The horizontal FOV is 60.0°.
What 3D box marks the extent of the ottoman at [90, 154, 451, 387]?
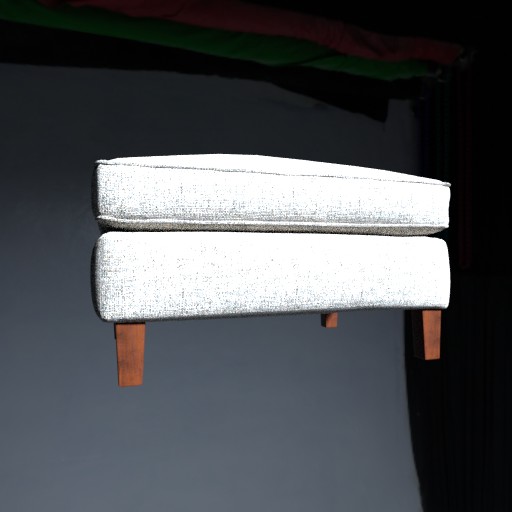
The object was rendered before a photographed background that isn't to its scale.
[{"bbox_3d":[0.000,0.000,0.989,0.686,0.406,0.508,0,0,-18],"label":"ottoman"}]
